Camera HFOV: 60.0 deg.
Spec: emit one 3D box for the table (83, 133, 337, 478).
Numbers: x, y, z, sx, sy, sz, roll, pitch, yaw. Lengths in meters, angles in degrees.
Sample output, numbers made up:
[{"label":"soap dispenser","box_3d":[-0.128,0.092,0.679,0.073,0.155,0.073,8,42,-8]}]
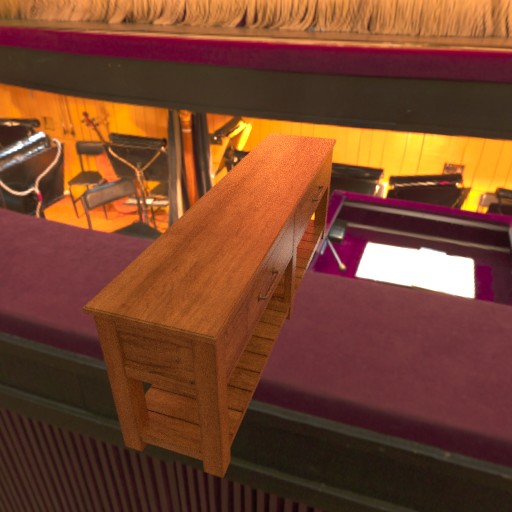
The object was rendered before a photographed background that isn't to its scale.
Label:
[{"label":"table","box_3d":[0.000,0.000,2.091,0.425,0.635,1.815,10,33,16]}]
